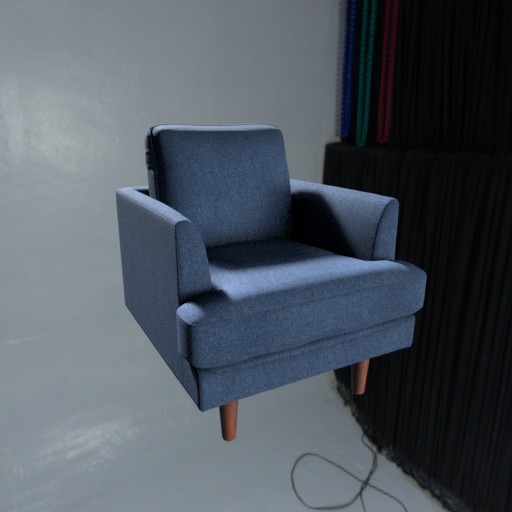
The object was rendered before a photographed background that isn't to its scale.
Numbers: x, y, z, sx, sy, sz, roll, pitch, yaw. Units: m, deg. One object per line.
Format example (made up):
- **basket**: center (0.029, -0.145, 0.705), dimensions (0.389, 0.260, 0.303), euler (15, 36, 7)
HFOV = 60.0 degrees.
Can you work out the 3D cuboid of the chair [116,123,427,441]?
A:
- **chair**: center (0.000, 0.000, 1.656), dimensions (0.858, 0.957, 0.899), euler (-9, 18, -28)
